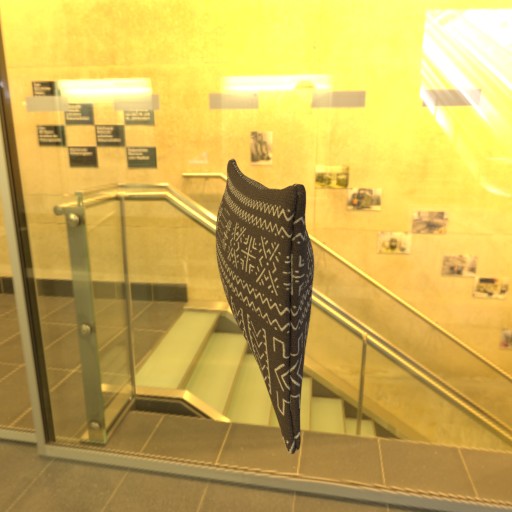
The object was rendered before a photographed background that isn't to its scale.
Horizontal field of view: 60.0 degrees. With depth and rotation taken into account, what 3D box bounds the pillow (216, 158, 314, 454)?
[{"bbox_3d":[0.000,0.000,0.806,0.135,0.322,0.667,-2,15,-9],"label":"pillow"}]
